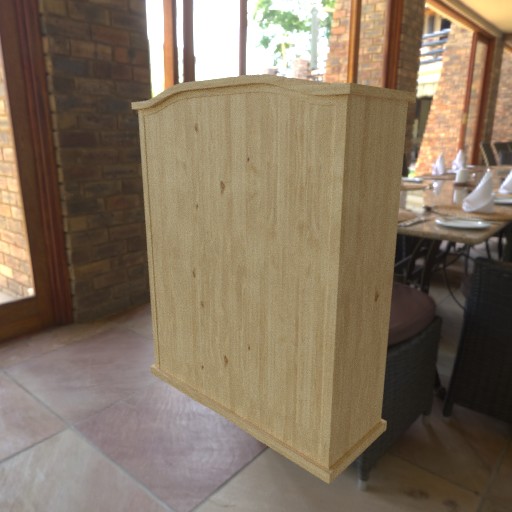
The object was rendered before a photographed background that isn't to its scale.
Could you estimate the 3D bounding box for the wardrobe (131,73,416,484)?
[{"bbox_3d":[0.000,0.000,2.564,1.500,1.870,0.570,14,21,42],"label":"wardrobe"}]
